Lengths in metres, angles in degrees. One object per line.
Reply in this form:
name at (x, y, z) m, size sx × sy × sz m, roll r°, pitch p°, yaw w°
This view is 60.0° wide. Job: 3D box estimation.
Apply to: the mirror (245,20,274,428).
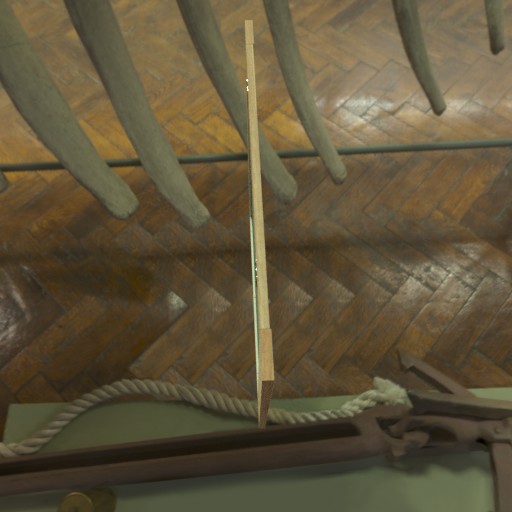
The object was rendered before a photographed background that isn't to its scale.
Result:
mirror at (0.000, 0.000, 1.189) m, size 0.020 × 0.800 × 0.800 m, roll -2°, pitch 64°, yaw -1°
